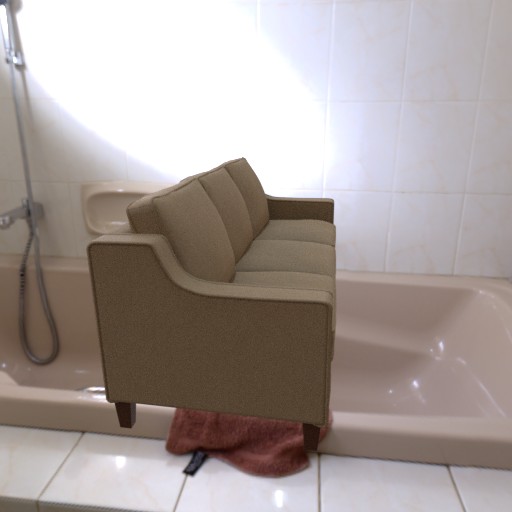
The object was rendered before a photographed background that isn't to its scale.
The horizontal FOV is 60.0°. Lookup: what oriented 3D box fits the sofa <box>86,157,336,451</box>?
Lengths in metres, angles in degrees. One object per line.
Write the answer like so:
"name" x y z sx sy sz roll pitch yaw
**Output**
"sofa" 0.000 0.000 2.556 0.911 0.974 1.986 3 18 9
